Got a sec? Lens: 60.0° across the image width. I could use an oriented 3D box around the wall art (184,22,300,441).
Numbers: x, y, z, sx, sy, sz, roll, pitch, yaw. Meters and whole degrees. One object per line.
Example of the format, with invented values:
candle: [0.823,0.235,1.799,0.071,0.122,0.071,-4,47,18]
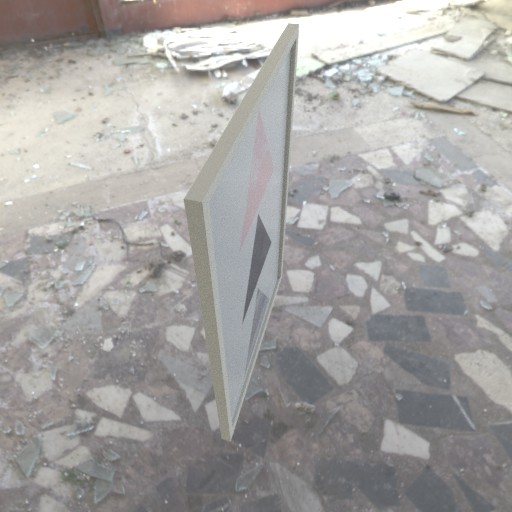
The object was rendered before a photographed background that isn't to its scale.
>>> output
wall art: [0.000,0.000,0.545,0.013,0.433,0.303,12,49,10]
